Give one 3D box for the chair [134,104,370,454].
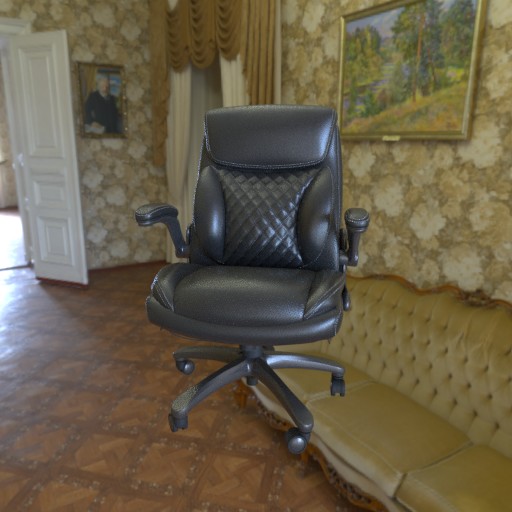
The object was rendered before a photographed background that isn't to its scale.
[{"bbox_3d":[0.000,0.000,1.628,0.782,1.110,0.724,3,14,10],"label":"chair"}]
